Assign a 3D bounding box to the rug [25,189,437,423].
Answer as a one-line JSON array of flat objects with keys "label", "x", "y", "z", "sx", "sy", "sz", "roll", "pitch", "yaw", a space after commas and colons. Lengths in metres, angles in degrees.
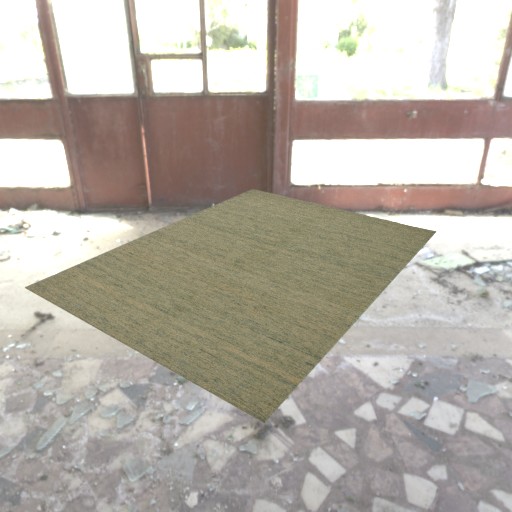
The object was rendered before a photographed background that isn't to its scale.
[{"label": "rug", "x": 0.000, "y": 0.000, "z": 4.208, "sx": 2.437, "sy": 0.014, "sz": 3.201, "roll": 18, "pitch": 32, "yaw": 32}]
